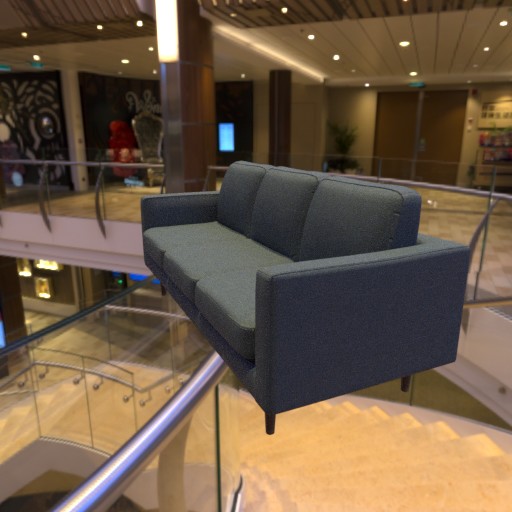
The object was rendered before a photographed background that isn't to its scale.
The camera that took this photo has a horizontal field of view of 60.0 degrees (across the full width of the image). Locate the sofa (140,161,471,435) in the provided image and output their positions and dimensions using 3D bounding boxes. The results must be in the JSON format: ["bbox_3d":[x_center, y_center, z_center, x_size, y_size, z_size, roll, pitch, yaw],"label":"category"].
[{"bbox_3d":[0.000,0.000,2.494,0.935,0.945,2.013,-7,17,-24],"label":"sofa"}]
